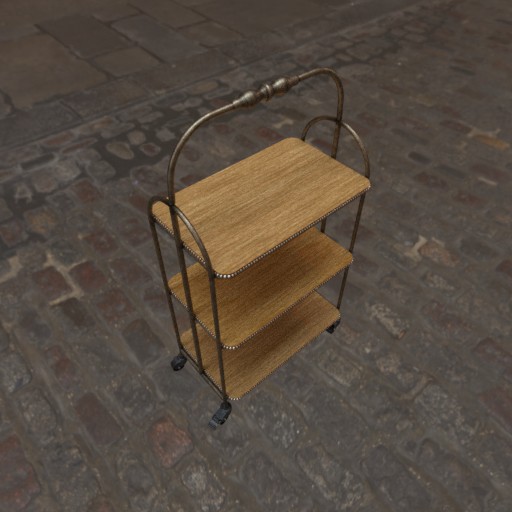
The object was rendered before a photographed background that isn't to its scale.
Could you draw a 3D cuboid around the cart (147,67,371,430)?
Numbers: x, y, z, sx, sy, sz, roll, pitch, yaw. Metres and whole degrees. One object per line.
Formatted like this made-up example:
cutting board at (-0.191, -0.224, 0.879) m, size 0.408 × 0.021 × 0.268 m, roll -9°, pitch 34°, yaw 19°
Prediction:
cart at (0.000, 0.000, 1.335) m, size 0.650 × 1.052 × 0.330 m, roll -32°, pitch 54°, yaw -27°
